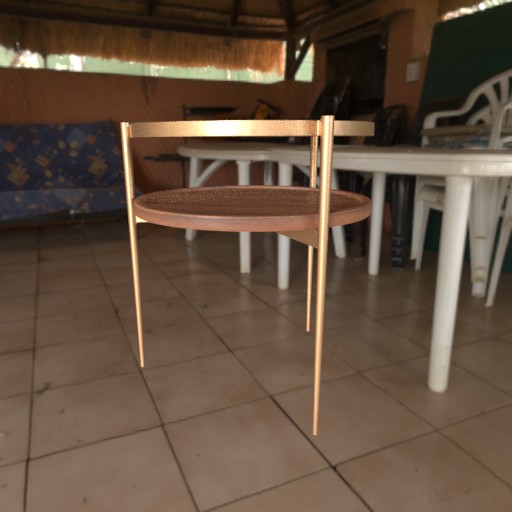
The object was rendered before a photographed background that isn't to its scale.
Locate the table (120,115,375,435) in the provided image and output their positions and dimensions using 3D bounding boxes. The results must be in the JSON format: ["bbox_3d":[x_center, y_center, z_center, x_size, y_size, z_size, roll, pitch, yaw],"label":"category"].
[{"bbox_3d":[0.000,0.000,0.846,0.430,0.493,0.456,-7,16,-25],"label":"table"}]
